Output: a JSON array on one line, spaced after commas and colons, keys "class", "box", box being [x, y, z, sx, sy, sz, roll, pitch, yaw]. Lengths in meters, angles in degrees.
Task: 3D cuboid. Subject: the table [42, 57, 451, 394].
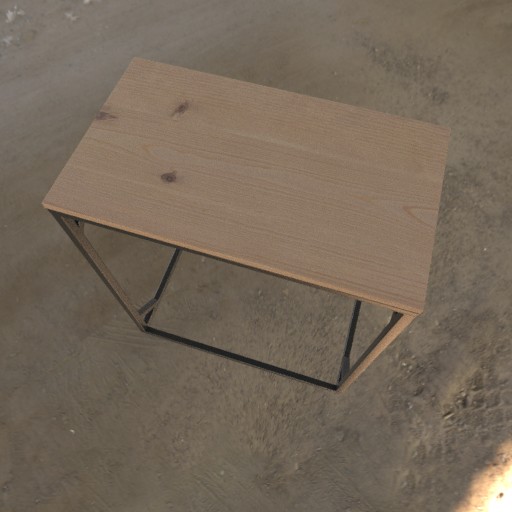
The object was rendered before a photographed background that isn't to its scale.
[{"class": "table", "box": [0.000, 0.000, 1.031, 0.597, 0.673, 0.351, 16, 64, 8]}]
